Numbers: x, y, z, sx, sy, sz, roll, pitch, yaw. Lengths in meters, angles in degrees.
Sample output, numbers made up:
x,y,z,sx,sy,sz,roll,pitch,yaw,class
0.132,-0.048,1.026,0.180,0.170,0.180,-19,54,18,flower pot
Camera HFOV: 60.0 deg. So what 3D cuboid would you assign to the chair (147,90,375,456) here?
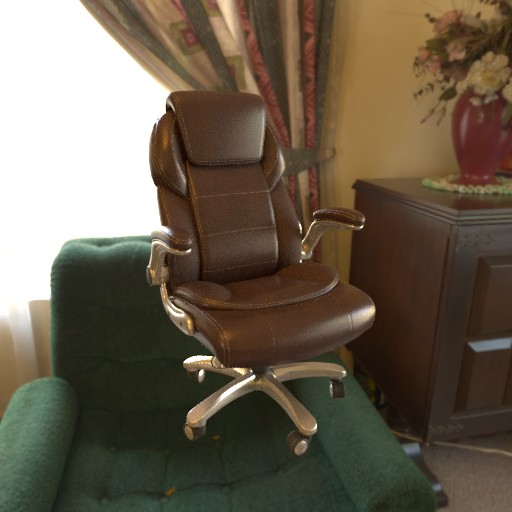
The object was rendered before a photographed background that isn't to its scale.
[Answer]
x,y,z,sx,sy,sz,roll,pitch,yaw,class
0.000,0.000,1.607,0.733,1.160,0.774,-9,19,-28,chair
